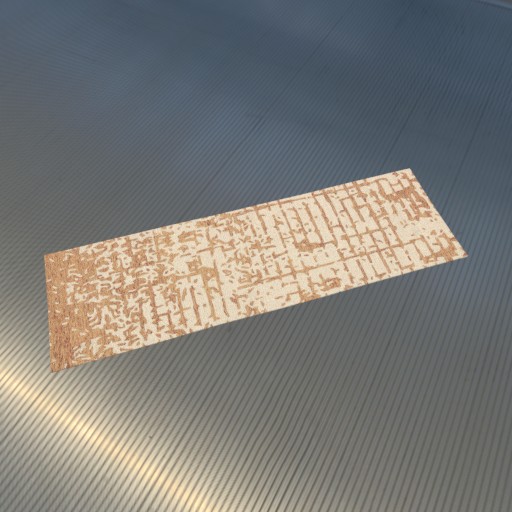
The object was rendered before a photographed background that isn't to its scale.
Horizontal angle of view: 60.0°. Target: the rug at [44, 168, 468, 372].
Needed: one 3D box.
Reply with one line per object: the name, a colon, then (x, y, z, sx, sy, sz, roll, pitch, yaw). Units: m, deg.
rug: (0.000, 0.000, 2.665, 2.435, 0.011, 0.750, -14, 59, -9)
